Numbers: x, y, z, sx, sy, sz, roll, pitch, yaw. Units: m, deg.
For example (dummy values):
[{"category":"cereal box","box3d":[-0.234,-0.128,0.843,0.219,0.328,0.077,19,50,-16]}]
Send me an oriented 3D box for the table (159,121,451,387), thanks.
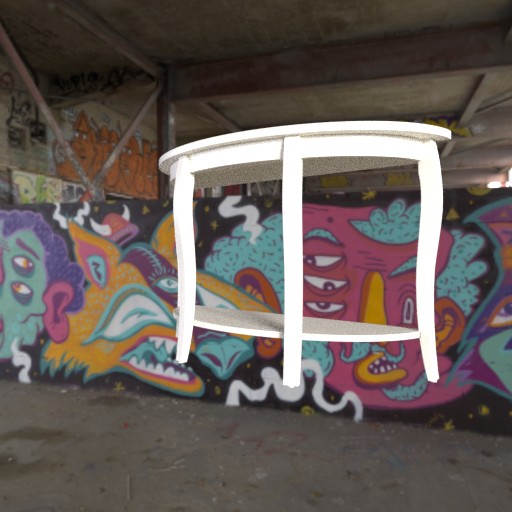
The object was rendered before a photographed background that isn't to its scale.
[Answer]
[{"category":"table","box3d":[0.000,0.000,1.592,1.219,0.780,0.394,1,1,37]}]
